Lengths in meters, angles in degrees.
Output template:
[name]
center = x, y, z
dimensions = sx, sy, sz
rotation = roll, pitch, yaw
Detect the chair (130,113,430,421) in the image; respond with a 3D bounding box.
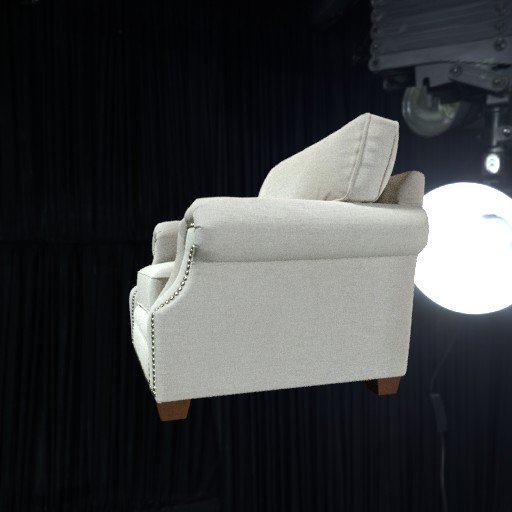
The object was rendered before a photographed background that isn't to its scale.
[chair]
center = 0.000, 0.000, 1.845
dimensions = 0.965, 0.961, 1.092
rotation = 0, 0, -19
